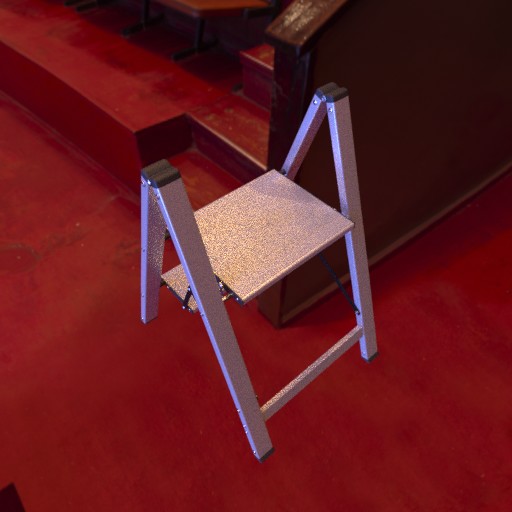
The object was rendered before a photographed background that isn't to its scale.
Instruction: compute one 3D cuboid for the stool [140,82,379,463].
[{"bbox_3d":[0.000,0.000,1.010,0.440,0.670,0.535,-33,55,-26],"label":"stool"}]
